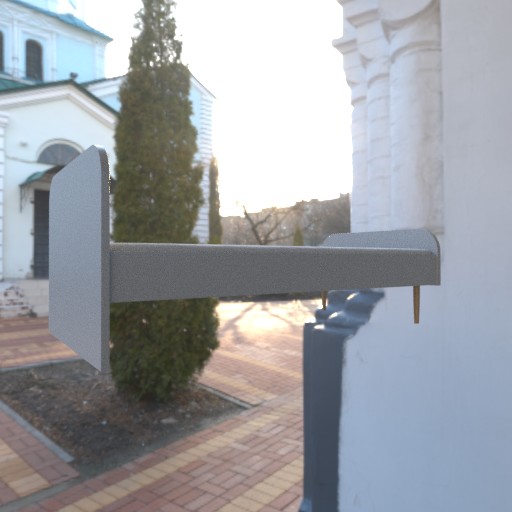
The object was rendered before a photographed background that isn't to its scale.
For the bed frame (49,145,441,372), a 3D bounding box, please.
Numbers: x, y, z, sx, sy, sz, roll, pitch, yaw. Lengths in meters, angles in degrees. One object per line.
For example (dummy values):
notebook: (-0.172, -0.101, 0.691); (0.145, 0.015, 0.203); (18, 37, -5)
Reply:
bed frame: (0.000, 0.000, 2.479); (1.963, 0.805, 0.998); (0, 0, -34)
